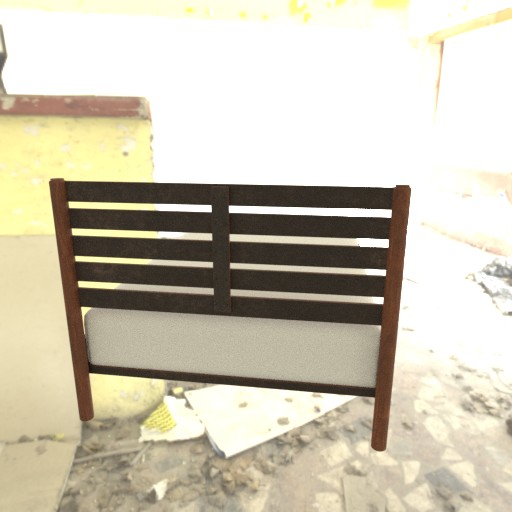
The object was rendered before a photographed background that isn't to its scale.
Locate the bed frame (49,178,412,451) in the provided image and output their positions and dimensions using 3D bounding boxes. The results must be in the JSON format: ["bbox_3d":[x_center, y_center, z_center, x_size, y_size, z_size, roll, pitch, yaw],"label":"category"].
[{"bbox_3d":[0.000,0.000,3.195,1.655,1.321,2.234,2,17,8],"label":"bed frame"}]
